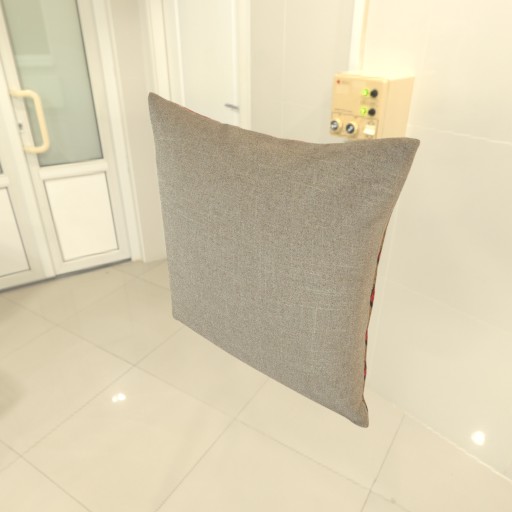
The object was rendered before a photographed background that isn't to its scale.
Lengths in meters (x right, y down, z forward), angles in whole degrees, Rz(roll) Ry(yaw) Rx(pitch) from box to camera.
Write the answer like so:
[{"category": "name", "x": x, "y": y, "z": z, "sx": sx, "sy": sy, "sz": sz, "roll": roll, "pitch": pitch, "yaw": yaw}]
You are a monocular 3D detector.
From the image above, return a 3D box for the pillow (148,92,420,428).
[{"category": "pillow", "x": 0.000, "y": 0.000, "z": 0.800, "sx": 0.513, "sy": 0.511, "sz": 0.158, "roll": 22, "pitch": 36, "yaw": 34}]
